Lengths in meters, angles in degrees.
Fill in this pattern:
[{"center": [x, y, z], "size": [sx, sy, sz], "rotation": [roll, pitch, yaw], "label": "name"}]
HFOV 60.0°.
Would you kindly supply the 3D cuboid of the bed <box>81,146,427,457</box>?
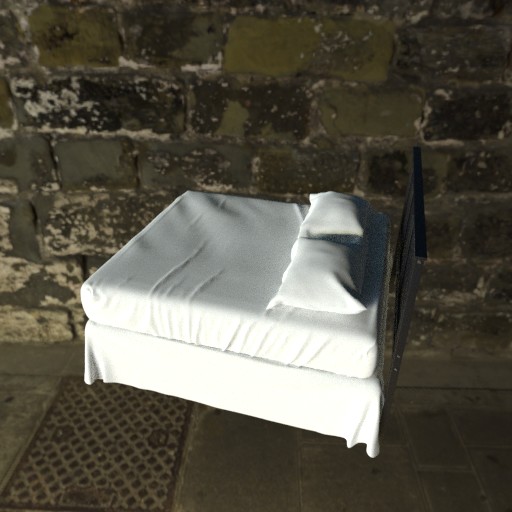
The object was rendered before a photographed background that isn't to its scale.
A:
[{"center": [0.000, 0.000, 3.148], "size": [2.050, 1.270, 1.870], "rotation": [9, 32, 14], "label": "bed"}]
